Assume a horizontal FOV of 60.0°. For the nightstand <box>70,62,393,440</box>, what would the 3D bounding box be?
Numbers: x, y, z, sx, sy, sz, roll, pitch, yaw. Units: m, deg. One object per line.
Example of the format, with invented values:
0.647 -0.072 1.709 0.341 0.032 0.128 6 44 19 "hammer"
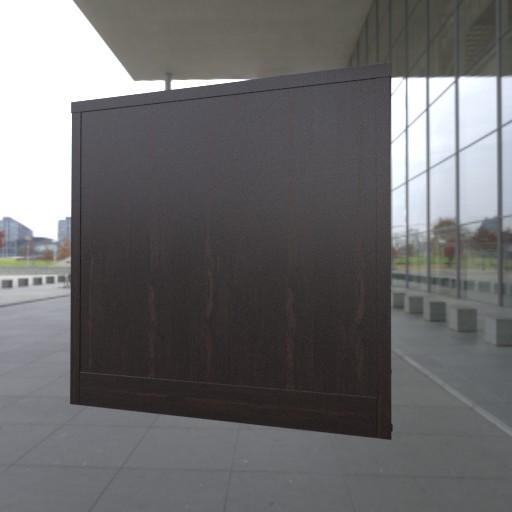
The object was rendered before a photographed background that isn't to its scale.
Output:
0.000 0.000 0.836 0.489 0.487 0.427 0 -1 17 "nightstand"
